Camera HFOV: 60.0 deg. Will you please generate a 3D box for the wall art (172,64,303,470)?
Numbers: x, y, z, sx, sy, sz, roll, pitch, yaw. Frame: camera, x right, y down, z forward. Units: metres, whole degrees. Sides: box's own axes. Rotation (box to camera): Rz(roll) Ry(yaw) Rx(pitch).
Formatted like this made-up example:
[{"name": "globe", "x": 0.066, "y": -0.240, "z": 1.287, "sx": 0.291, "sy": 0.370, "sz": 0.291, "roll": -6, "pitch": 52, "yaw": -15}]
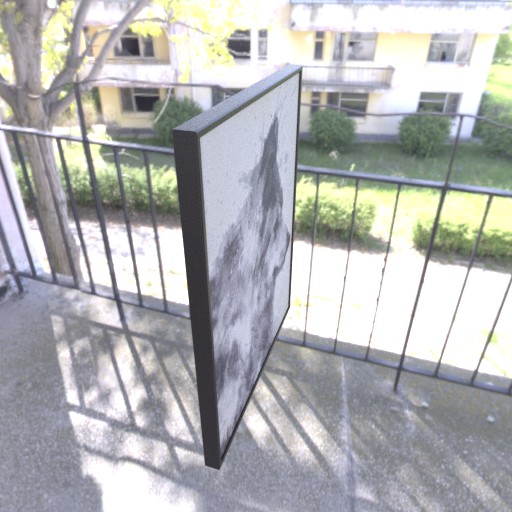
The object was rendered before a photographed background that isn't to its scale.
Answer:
[{"name": "wall art", "x": 0.000, "y": 0.000, "z": 0.764, "sx": 0.028, "sy": 0.551, "sz": 0.451, "roll": 10, "pitch": 33, "yaw": 16}]
